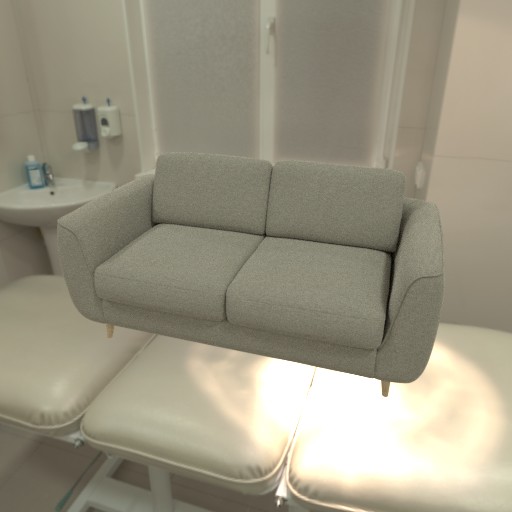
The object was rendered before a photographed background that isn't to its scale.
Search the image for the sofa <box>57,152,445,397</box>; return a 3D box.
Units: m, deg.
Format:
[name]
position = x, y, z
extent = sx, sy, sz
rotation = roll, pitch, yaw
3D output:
[sofa]
position = 0.000, 0.000, 2.202
extent = 1.700, 0.850, 0.920
rotation = 8, 27, 16
